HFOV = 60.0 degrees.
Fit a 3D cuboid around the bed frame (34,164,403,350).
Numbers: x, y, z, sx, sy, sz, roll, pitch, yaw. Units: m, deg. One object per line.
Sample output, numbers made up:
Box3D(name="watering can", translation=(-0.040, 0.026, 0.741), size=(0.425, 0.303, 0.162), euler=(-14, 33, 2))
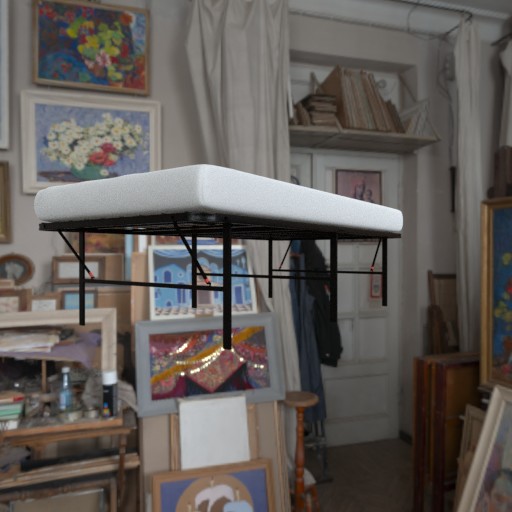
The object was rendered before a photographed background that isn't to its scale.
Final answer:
Box3D(name="bed frame", translation=(0.000, 0.000, 2.355), size=(0.989, 0.619, 1.903), euler=(0, 0, 36))
